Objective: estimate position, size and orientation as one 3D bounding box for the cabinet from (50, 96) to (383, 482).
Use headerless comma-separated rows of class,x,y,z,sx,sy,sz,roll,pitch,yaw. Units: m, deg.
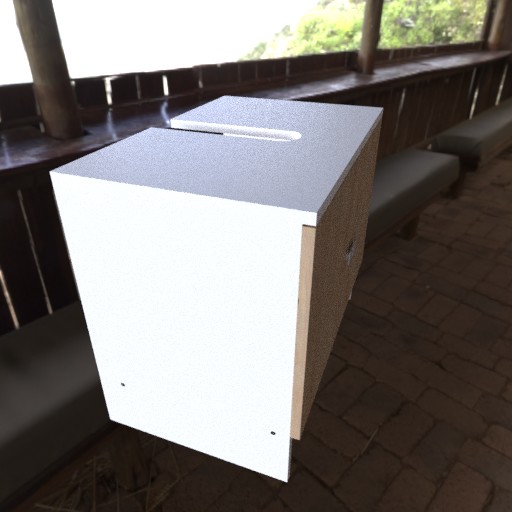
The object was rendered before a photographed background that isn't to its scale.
cabinet,0.000,0.000,0.942,0.400,0.522,0.600,11,32,18
